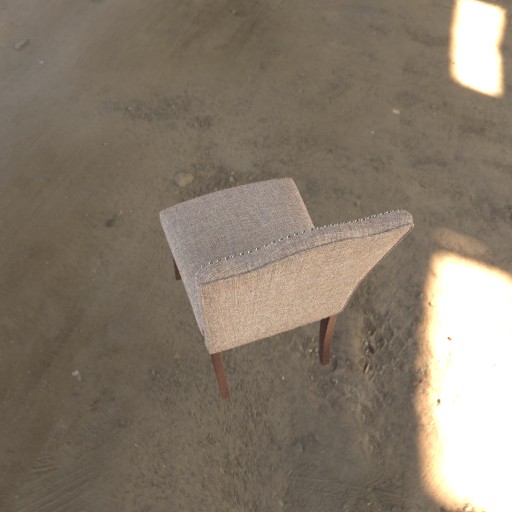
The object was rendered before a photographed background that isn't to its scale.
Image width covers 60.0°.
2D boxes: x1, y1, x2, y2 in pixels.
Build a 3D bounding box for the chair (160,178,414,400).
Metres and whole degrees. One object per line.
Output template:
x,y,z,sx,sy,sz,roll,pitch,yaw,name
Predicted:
0.000,0.000,1.370,0.513,1.016,0.660,-16,58,-10,chair
